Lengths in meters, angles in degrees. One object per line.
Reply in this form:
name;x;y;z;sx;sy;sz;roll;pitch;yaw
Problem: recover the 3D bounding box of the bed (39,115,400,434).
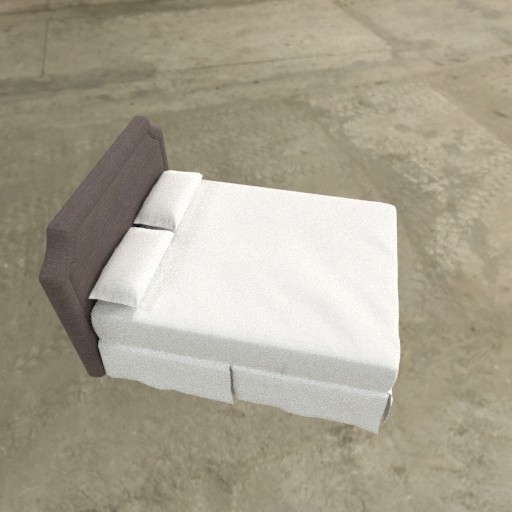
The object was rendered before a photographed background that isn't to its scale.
bed;0.000;0.000;3.159;2.116;1.290;1.693;9;47;8
